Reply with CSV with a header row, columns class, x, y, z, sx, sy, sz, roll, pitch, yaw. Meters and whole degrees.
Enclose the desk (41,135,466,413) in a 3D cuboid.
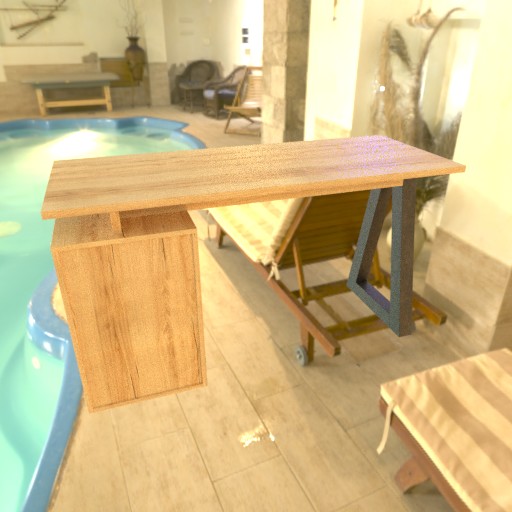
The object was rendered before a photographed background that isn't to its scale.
class,x,y,z,sx,sy,sz,roll,pitch,yaw
desk,0.000,0.000,1.787,1.400,0.760,0.550,-9,28,-17
